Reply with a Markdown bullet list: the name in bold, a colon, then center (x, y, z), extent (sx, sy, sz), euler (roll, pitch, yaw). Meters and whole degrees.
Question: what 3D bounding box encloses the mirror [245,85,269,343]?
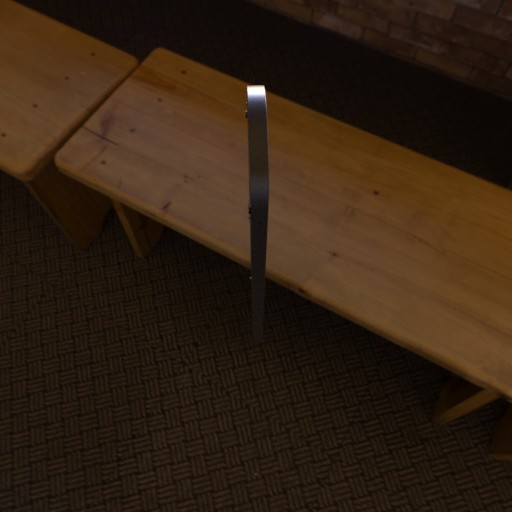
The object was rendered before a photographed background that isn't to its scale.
- **mirror**: center (0.000, 0.000, 1.100), extent (0.032, 0.991, 0.222), euler (-2, 64, -1)
